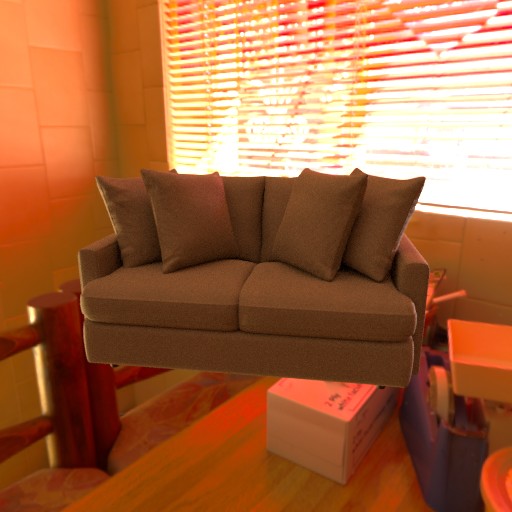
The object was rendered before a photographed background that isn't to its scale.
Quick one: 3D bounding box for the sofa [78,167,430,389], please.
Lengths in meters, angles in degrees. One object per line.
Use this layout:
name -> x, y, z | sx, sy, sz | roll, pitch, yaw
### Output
sofa -> 0.000, 0.000, 2.751 | 1.869, 1.080, 1.228 | 2, 16, 8
